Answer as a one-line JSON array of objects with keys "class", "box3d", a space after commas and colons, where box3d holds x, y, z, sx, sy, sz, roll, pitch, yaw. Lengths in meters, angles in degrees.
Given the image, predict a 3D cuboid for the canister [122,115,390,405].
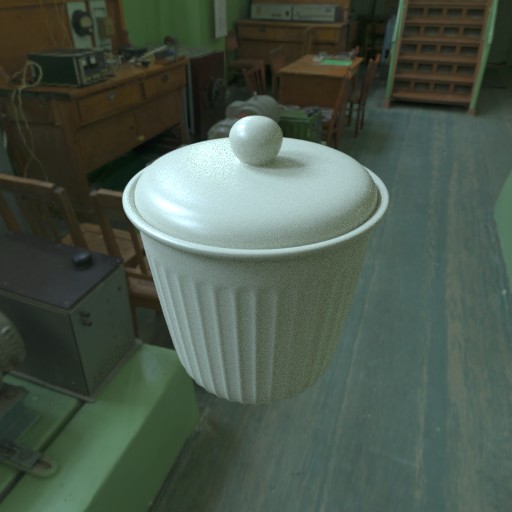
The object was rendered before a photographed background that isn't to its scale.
[{"class": "canister", "box3d": [0.000, 0.000, 0.341, 0.181, 0.211, 0.181, 0, 33, 0]}]
